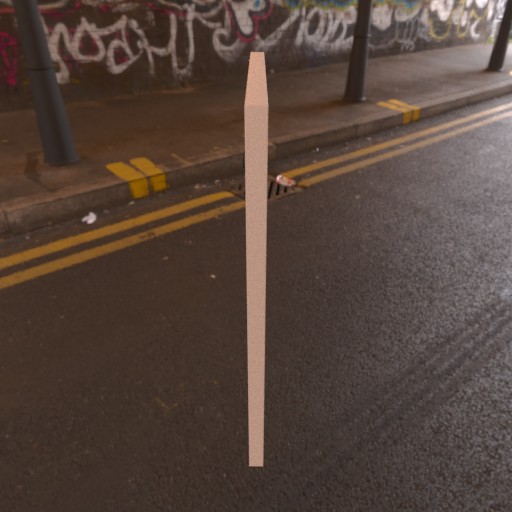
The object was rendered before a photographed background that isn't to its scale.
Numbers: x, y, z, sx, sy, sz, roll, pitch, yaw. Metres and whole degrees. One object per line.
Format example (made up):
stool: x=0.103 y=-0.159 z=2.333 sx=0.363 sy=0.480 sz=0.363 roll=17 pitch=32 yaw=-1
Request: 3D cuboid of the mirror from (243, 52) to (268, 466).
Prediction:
mirror: x=0.000 y=0.000 z=1.175 sx=0.041 sy=0.915 sz=0.609 roll=0 pitch=32 yaw=0
